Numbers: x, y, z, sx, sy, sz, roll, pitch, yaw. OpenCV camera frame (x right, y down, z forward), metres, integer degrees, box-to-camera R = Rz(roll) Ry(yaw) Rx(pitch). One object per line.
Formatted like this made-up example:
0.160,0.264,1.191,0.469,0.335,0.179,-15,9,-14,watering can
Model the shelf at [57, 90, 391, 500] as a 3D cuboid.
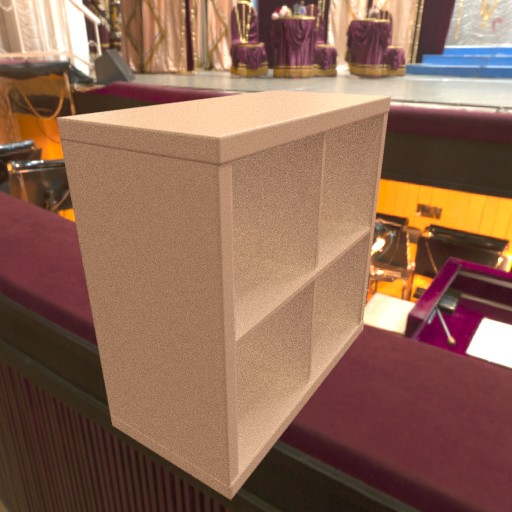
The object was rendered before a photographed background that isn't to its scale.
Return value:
0.000,0.000,1.212,0.390,0.786,0.790,16,29,30,shelf
